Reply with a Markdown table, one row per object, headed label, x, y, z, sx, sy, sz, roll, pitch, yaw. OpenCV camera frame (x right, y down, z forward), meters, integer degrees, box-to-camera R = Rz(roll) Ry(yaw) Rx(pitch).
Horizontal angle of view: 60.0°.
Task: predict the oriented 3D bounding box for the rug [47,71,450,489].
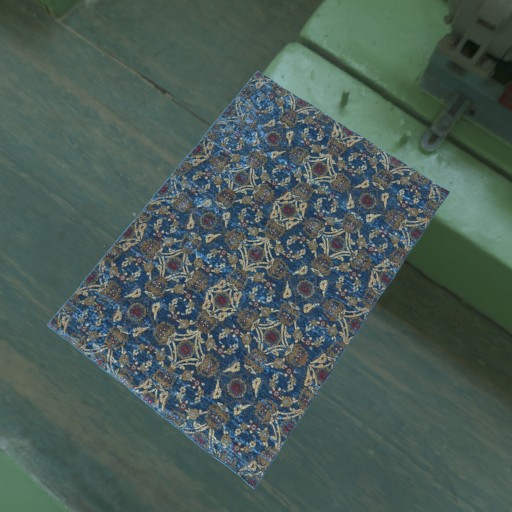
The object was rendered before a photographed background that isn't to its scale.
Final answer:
| label | x | y | z | sx | sy | sz | roll | pitch | yaw |
| --- | --- | --- | --- | --- | --- | --- | --- | --- | --- |
| rug | 0.000 | 0.000 | 4.198 | 2.337 | 0.013 | 3.291 | 35 | 79 | 8 |
